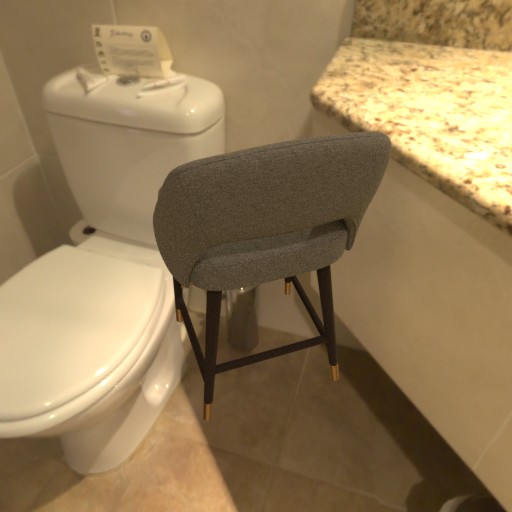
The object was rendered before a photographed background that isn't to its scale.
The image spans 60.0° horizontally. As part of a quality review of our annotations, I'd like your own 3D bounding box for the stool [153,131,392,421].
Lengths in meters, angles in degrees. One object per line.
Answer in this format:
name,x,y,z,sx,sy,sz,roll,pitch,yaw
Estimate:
stool,0.000,0.000,1.263,0.536,0.925,0.524,-13,42,-14
